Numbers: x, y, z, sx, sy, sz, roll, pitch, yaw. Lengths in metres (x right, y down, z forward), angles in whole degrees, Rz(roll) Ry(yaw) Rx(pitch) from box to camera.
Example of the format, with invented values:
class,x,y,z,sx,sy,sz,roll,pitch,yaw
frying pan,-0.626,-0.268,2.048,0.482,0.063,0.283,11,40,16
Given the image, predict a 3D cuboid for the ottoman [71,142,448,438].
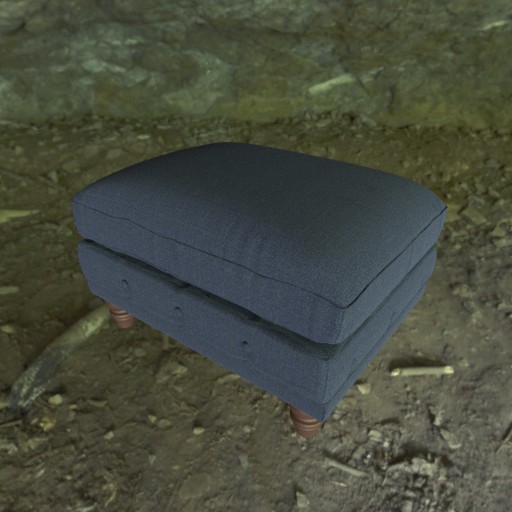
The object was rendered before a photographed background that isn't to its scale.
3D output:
class,x,y,z,sx,sy,sz,roll,pitch,yaw
ottoman,0.000,0.000,1.148,0.767,0.486,0.558,20,35,32
